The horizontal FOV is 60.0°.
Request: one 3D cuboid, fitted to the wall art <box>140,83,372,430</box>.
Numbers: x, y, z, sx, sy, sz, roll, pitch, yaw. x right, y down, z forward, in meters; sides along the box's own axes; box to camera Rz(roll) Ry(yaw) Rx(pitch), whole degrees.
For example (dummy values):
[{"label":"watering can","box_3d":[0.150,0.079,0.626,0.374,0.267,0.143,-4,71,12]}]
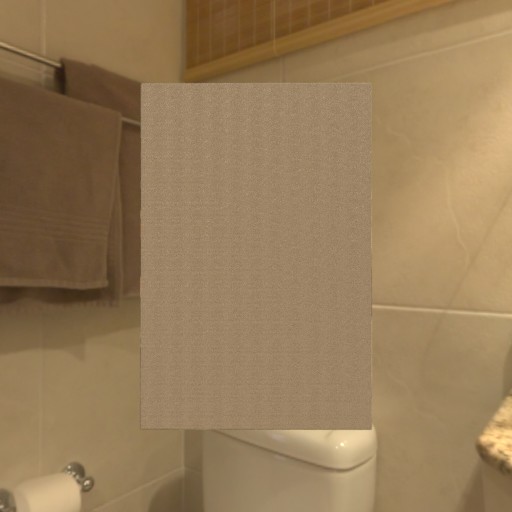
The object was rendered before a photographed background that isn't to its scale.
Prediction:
[{"label":"wall art","box_3d":[0.000,0.000,1.192,0.609,0.911,0.061,0,0,0]}]
